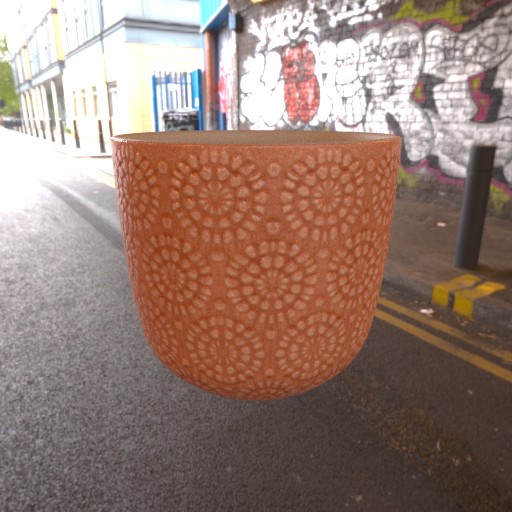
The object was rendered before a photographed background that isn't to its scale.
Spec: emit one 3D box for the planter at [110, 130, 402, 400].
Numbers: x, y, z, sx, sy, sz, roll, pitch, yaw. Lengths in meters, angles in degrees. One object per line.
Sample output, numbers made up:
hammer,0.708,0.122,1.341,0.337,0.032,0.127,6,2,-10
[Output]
planter,0.000,0.000,0.359,0.208,0.190,0.208,0,18,0
